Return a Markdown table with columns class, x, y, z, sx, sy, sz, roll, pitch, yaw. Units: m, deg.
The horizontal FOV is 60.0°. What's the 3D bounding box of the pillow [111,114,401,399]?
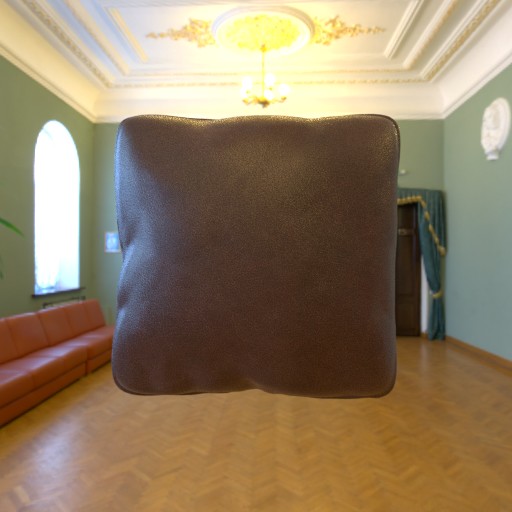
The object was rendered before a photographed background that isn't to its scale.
| class | x | y | z | sx | sy | sz | roll | pitch | yaw |
| --- | --- | --- | --- | --- | --- | --- | --- | --- | --- |
| pillow | 0.000 | 0.000 | 0.822 | 0.532 | 0.523 | 0.236 | 0 | -1 | 1 |
